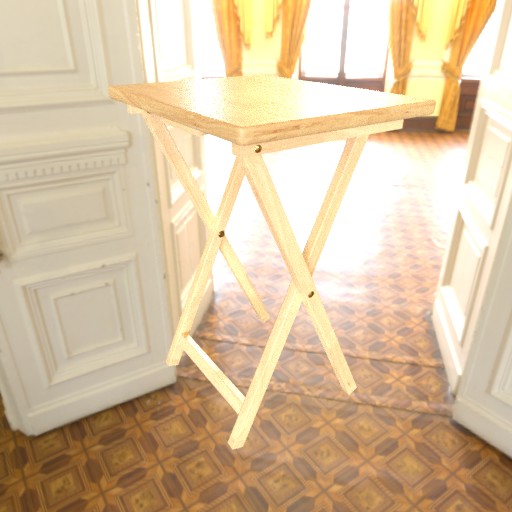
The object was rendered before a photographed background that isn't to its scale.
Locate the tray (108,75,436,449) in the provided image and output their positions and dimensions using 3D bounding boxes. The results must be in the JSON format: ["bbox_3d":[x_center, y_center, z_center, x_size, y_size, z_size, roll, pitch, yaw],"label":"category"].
[{"bbox_3d":[0.000,0.000,0.944,0.381,0.660,0.483,-18,33,-30],"label":"tray"}]
